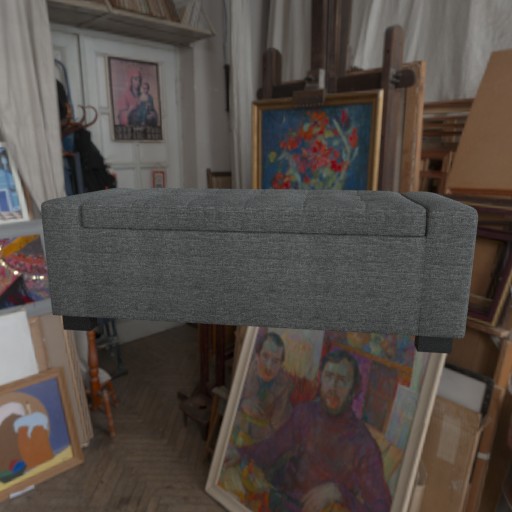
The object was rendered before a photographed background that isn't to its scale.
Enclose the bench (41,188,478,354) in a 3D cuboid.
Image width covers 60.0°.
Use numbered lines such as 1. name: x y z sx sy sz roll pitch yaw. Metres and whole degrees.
1. bench: 0.000 0.000 1.571 1.296 0.445 0.508 2 13 8
